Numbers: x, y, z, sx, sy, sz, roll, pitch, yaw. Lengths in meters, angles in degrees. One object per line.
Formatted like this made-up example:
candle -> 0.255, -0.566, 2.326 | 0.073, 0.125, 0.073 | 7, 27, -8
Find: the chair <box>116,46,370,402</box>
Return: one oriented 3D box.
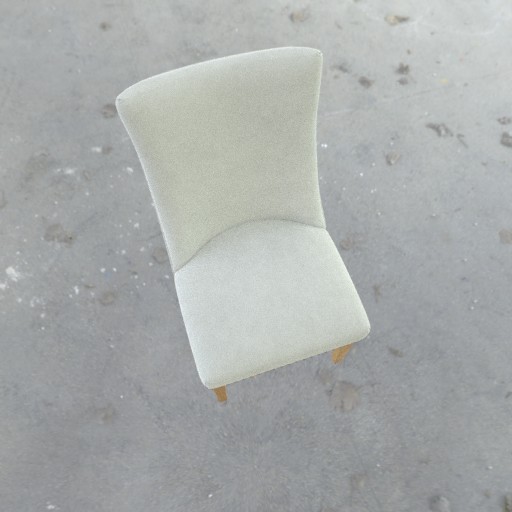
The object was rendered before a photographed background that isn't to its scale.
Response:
chair -> 0.000, 0.000, 1.271 | 0.495, 0.902, 0.610 | -16, 66, -8
